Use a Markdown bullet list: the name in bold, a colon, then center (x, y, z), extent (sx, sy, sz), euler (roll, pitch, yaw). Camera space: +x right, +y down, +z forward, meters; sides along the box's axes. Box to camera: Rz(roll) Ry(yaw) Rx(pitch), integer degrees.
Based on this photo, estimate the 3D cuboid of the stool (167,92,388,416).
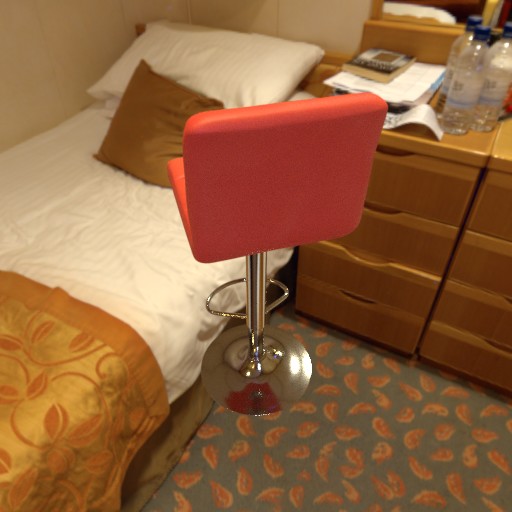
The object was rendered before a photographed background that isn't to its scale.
- **stool**: center (0.000, 0.000, 1.360), extent (0.430, 1.115, 0.505), euler (-11, 41, -13)
